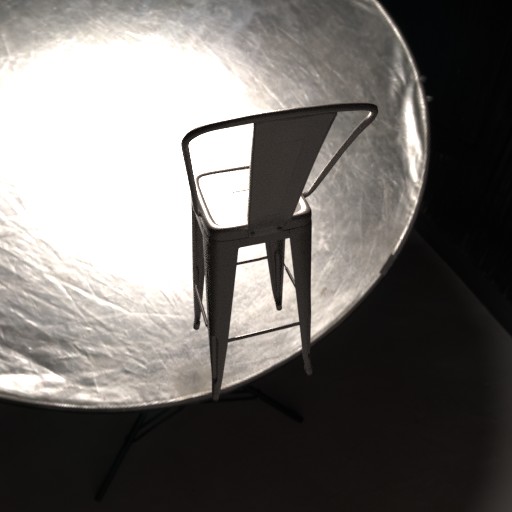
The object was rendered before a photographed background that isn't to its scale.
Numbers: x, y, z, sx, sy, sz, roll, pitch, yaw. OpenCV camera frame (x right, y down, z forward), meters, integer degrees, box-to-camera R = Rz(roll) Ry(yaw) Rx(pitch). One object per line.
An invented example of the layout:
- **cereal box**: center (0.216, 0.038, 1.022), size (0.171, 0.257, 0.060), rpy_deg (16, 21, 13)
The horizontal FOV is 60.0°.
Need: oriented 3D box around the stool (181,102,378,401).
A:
- **stool**: center (0.000, 0.000, 1.303), size (0.399, 1.096, 0.513), rpy_deg (-11, 42, -13)
